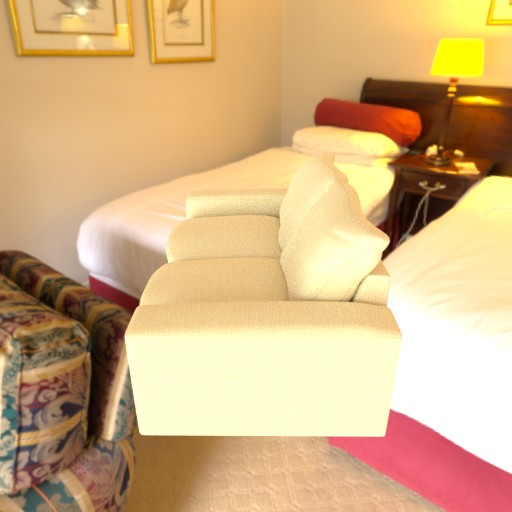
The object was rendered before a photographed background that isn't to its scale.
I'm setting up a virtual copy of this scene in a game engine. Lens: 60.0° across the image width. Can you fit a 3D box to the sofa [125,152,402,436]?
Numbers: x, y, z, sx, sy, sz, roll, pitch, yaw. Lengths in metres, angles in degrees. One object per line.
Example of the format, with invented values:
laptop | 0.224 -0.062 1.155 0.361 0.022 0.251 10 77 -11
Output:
sofa | 0.000 0.000 2.447 1.091 0.875 1.754 0 26 0
